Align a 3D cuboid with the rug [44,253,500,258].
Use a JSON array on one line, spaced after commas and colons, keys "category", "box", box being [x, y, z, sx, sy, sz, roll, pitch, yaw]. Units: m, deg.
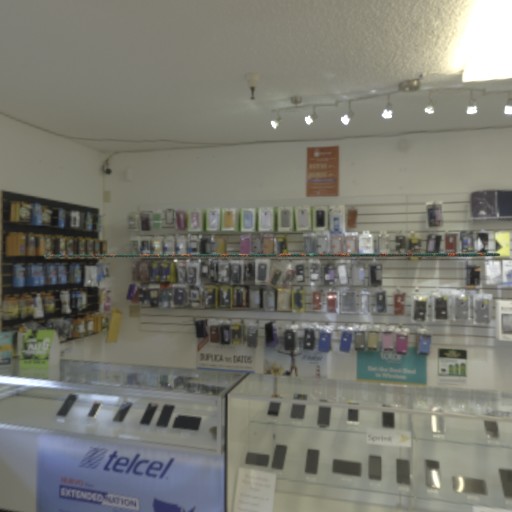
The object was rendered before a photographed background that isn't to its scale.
[{"category": "rug", "box": [0.000, 0.000, 2.451, 2.286, 0.013, 0.686, 0, -1, 17]}]
